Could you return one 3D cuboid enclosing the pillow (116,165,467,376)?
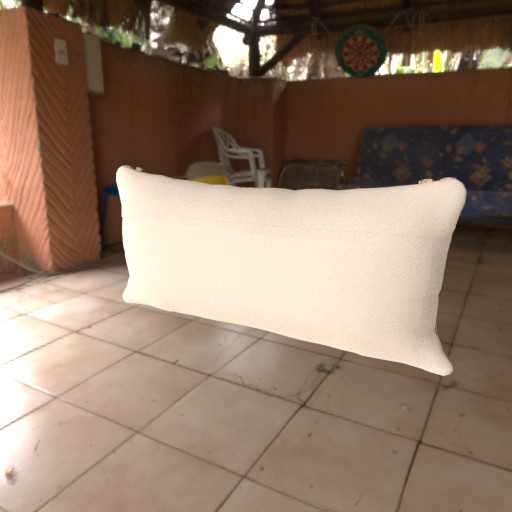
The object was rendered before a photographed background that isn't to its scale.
[{"bbox_3d":[0.000,0.000,0.742,0.635,0.282,0.139,8,17,28],"label":"pillow"}]
